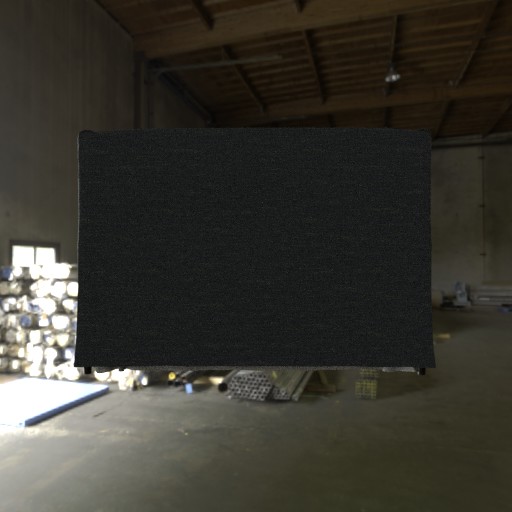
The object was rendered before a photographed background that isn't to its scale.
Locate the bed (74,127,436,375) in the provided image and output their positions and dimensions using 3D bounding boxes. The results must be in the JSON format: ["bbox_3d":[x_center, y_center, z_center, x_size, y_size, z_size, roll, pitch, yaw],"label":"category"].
[{"bbox_3d":[0.000,0.000,3.477,1.925,1.332,2.276,0,-2,1],"label":"bed"}]
